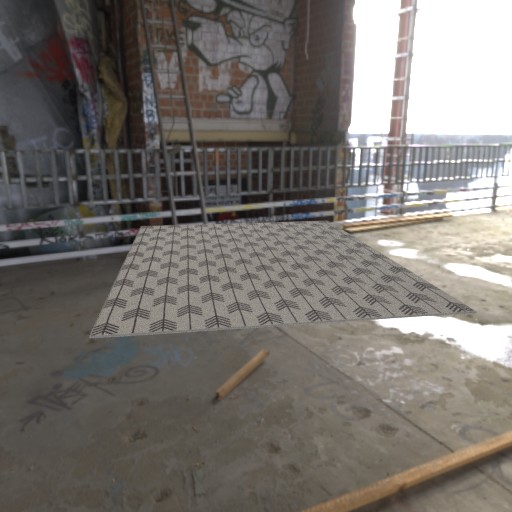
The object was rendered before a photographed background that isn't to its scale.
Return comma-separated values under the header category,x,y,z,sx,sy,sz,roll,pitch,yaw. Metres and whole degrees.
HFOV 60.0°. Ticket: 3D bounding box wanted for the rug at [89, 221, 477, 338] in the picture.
category,x,y,z,sx,sy,sz,roll,pitch,yaw
rug,0.000,0.000,4.045,2.330,0.010,3.061,-2,16,-8
